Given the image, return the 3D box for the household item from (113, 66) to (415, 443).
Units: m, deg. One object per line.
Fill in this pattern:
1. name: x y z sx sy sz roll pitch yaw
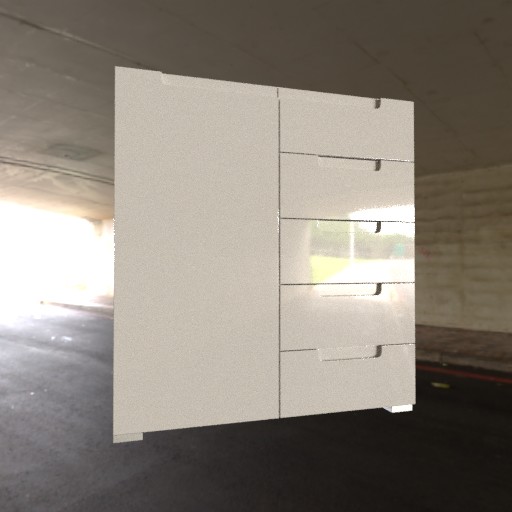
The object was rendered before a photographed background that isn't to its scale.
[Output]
1. household item: 0.000 0.000 1.327 0.800 0.870 0.420 0 -1 -16
